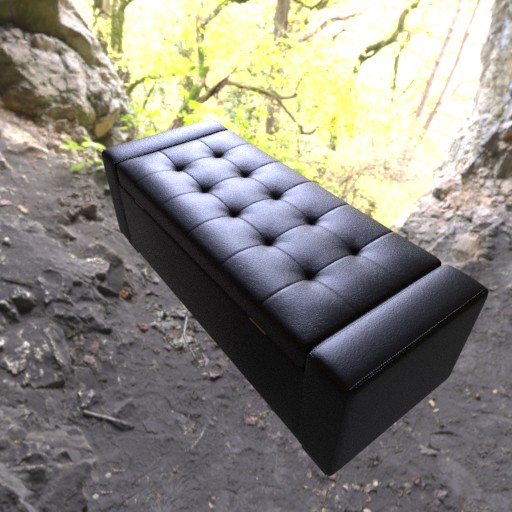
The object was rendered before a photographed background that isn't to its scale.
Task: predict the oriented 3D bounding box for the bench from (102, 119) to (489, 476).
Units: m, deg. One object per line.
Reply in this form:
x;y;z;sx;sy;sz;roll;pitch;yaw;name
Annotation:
0.000;0.000;1.512;0.508;0.445;1.296;-26;47;-27;bench
